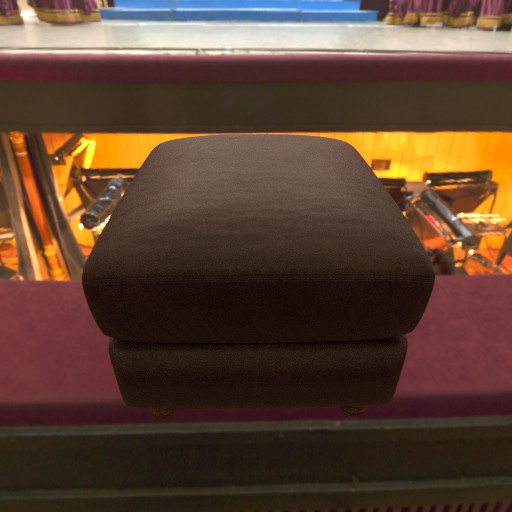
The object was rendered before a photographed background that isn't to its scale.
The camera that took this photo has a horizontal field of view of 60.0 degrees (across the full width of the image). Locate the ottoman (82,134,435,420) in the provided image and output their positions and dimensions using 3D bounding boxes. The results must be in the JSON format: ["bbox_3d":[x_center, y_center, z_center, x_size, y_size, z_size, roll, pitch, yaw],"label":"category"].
[{"bbox_3d":[0.000,0.000,1.229,0.670,0.569,0.806,0,31,-1],"label":"ottoman"}]
